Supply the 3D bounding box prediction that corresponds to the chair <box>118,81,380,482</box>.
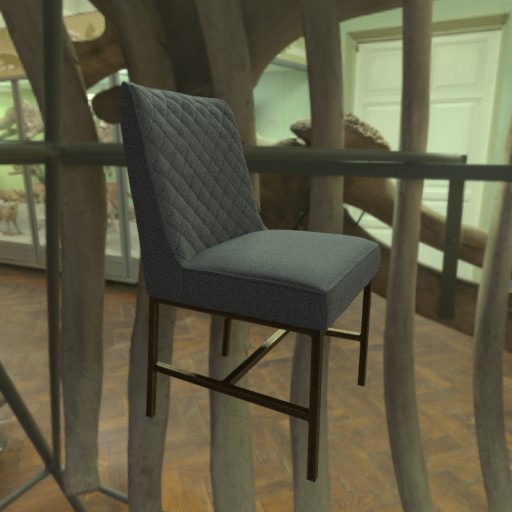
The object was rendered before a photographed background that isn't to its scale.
[{"bbox_3d":[0.000,0.000,1.221,0.587,0.889,0.508,7,16,26],"label":"chair"}]
